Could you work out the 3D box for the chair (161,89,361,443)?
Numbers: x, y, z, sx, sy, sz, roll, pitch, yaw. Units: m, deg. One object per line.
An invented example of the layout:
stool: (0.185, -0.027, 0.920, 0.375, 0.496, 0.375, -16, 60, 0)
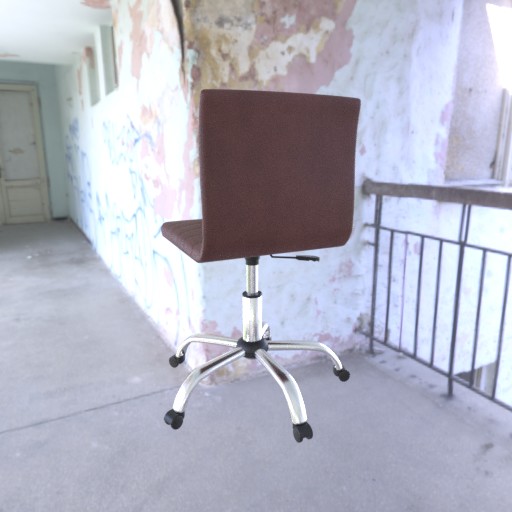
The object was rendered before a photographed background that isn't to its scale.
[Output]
chair: (0.000, 0.000, 1.162, 0.556, 0.780, 0.530, -7, 15, -25)
